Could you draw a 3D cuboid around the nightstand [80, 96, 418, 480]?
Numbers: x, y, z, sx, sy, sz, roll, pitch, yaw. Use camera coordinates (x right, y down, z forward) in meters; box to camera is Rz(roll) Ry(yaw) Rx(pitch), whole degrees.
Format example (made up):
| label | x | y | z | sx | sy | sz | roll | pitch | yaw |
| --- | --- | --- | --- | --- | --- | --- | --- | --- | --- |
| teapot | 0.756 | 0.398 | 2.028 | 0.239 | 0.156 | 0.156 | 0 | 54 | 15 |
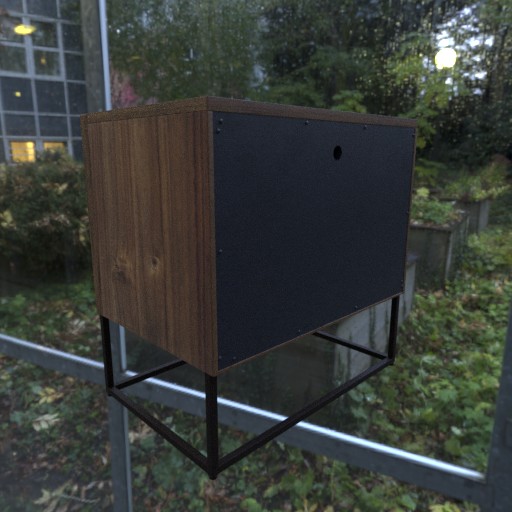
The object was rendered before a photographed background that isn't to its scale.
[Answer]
| label | x | y | z | sx | sy | sz | roll | pitch | yaw |
| --- | --- | --- | --- | --- | --- | --- | --- | --- | --- |
| nightstand | 0.000 | 0.000 | 1.021 | 0.610 | 0.610 | 0.437 | -12 | 18 | -43 |
